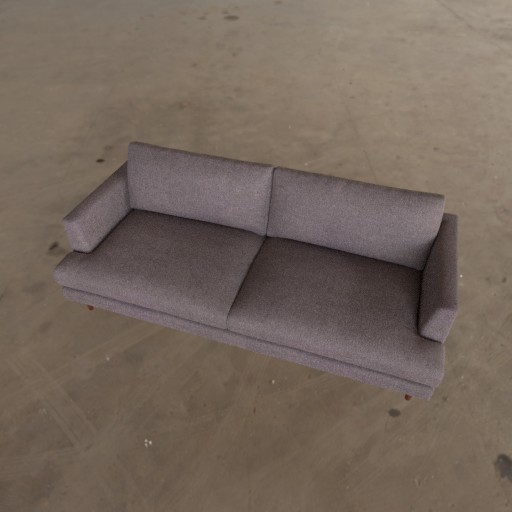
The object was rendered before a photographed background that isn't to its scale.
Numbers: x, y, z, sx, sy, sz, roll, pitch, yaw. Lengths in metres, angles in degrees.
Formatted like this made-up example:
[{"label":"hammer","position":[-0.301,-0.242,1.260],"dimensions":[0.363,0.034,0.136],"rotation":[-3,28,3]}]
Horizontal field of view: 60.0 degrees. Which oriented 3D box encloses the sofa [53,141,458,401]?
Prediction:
[{"label":"sofa","position":[0.000,0.000,2.722],"dimensions":[2.250,0.868,1.020],"rotation":[13,43,14]}]
